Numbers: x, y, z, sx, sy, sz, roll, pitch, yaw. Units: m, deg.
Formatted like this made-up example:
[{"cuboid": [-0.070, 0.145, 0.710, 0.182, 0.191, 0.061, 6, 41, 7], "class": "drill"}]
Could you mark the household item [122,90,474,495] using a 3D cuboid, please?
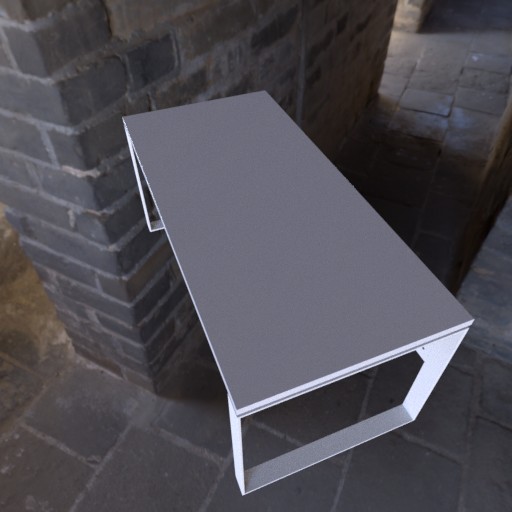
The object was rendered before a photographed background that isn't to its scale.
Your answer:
[{"cuboid": [0.000, 0.000, 2.109, 0.800, 0.745, 1.700, -16, 48, -15], "class": "household item"}]
